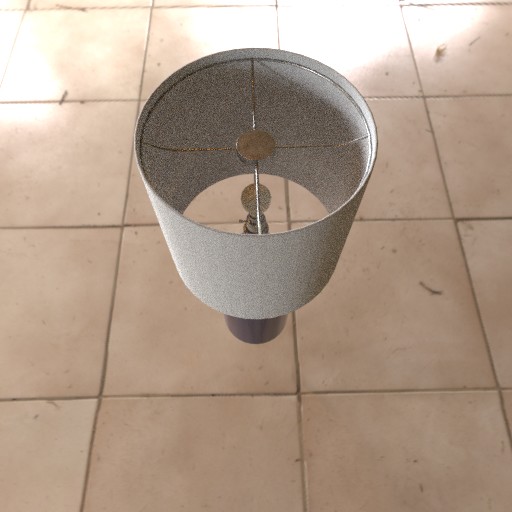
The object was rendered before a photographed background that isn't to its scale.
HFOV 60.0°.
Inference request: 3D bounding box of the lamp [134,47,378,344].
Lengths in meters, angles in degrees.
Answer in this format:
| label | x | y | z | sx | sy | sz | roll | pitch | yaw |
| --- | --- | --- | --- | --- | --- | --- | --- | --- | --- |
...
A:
| label | x | y | z | sx | sy | sz | roll | pitch | yaw |
| --- | --- | --- | --- | --- | --- | --- | --- | --- | --- |
| lamp | 0.000 | 0.000 | 0.607 | 0.212 | 0.493 | 0.212 | -2 | 64 | -1 |
